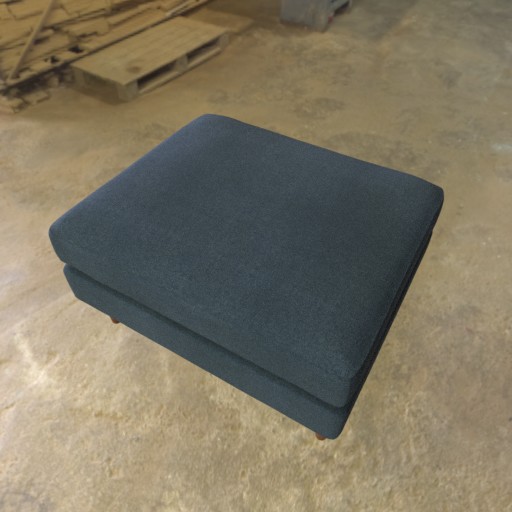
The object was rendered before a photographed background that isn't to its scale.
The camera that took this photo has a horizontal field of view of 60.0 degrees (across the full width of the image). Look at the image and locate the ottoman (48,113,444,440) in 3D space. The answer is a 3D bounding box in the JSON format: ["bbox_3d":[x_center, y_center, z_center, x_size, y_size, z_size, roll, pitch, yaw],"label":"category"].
[{"bbox_3d":[0.000,0.000,1.268,0.821,0.474,0.693,23,50,21],"label":"ottoman"}]
